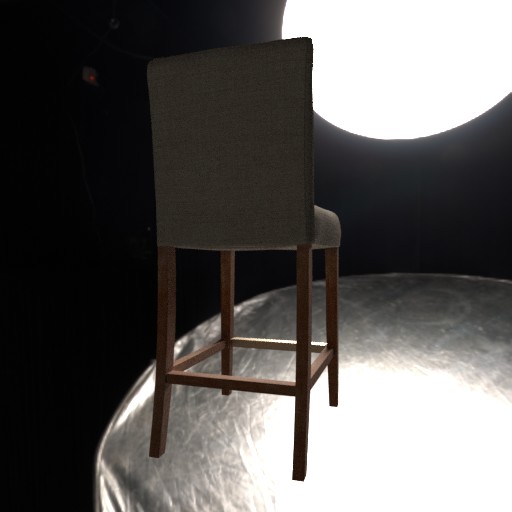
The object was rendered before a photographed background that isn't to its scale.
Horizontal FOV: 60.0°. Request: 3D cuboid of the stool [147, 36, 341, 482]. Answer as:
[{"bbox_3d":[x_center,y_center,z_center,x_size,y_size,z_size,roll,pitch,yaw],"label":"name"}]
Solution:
[{"bbox_3d":[0.000,0.000,1.342,0.454,1.039,0.567,0,1,18],"label":"stool"}]
